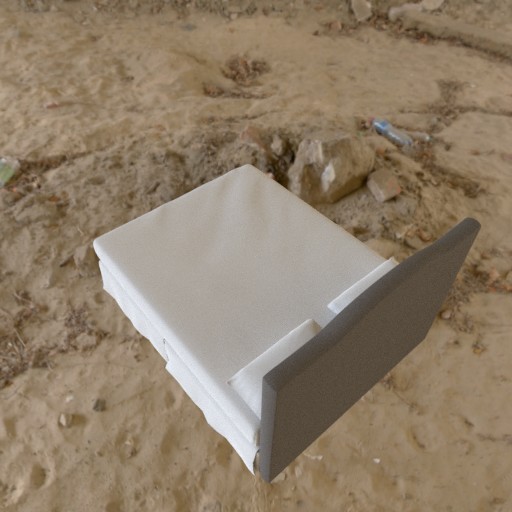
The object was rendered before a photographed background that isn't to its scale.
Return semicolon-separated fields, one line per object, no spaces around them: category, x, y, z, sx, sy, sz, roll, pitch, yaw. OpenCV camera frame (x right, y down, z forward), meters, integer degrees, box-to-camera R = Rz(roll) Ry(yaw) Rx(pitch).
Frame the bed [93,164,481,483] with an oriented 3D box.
bed;0.000;0.000;3.379;1.821;1.436;2.282;-32;54;-26
